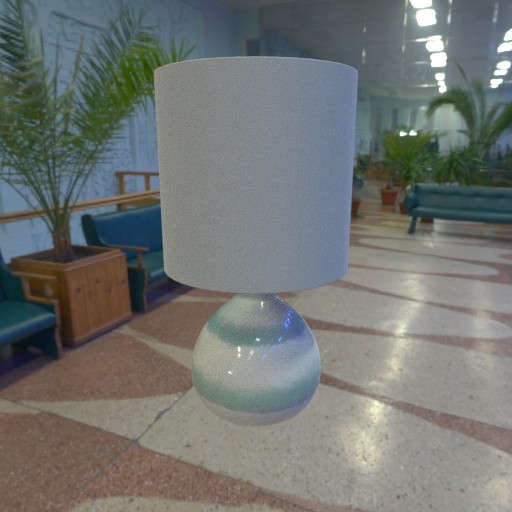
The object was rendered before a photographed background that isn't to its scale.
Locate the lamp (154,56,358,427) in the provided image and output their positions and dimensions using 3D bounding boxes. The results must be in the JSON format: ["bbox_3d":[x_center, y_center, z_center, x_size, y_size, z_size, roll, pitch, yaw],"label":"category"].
[{"bbox_3d":[0.000,0.000,0.530,0.217,0.404,0.217,7,16,26],"label":"lamp"}]
